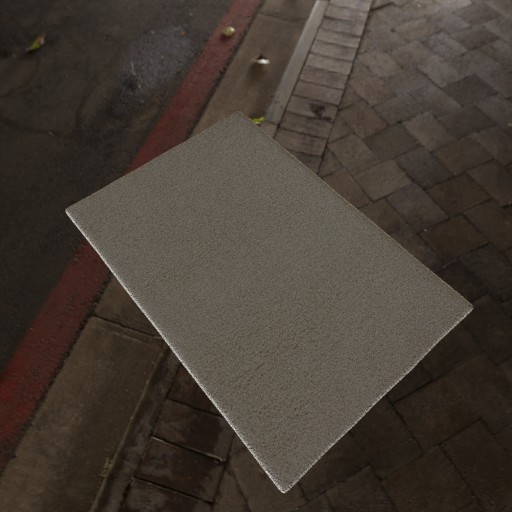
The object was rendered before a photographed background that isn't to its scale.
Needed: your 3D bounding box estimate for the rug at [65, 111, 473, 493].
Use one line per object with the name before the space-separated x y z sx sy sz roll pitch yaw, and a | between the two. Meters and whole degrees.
rug | 0.000 0.000 2.257 1.219 0.030 1.778 -36 65 -19
